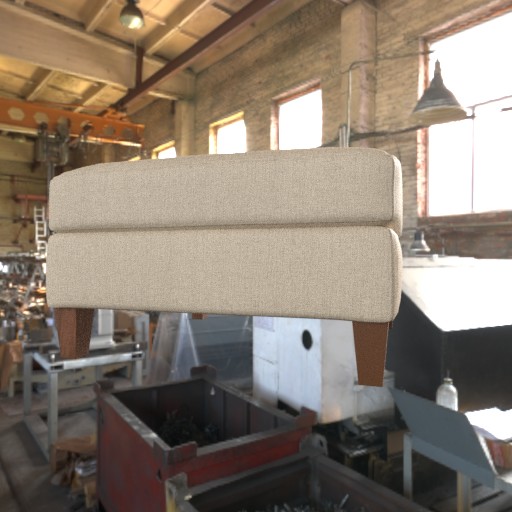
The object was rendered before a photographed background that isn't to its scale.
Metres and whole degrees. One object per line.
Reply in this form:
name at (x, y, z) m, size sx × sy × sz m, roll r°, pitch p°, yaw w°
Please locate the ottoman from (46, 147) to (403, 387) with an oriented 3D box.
ottoman at (0.000, 0.000, 1.335) m, size 0.838 × 0.503 × 0.838 m, roll 0°, pitch 0°, yaw 18°
